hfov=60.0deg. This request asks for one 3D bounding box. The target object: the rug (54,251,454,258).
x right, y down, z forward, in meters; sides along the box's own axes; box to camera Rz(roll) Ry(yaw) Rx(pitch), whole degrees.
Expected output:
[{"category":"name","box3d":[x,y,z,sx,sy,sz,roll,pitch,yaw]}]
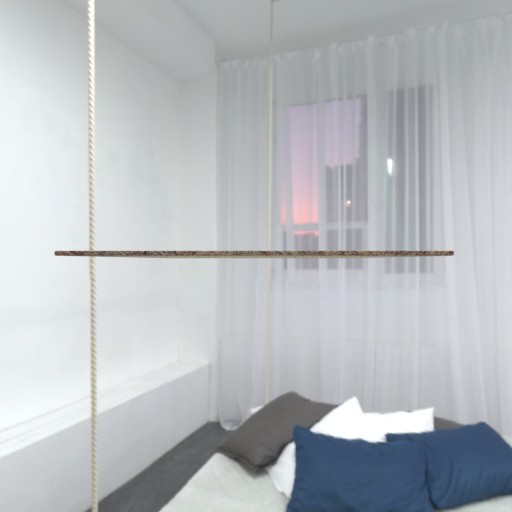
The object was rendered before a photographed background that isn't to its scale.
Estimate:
[{"category":"rug","box3d":[0.000,0.000,2.826,1.523,0.019,2.285,0,-1,0]}]
